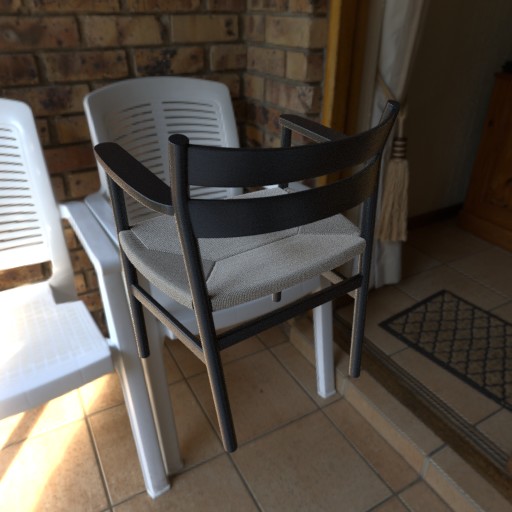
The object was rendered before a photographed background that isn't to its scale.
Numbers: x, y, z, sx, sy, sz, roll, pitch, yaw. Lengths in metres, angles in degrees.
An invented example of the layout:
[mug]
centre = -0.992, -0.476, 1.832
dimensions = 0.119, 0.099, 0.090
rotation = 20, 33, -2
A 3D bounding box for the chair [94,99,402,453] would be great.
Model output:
[chair]
centre = 0.000, 0.000, 1.164
dimensions = 0.630, 0.775, 0.508
rotation = -19, 35, -30
